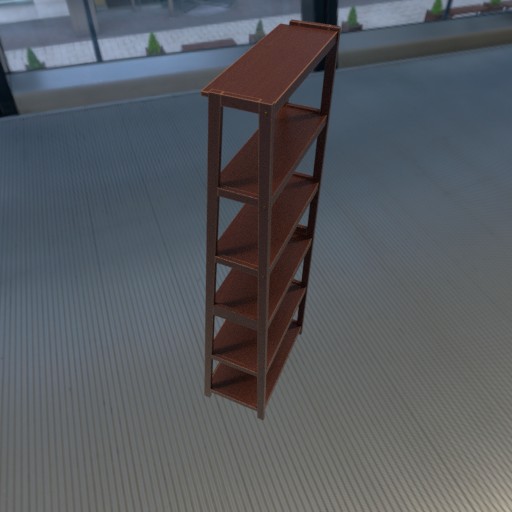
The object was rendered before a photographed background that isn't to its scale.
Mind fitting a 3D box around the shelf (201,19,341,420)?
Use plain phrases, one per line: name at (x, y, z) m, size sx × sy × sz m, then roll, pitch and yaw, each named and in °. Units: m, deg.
shelf at (0.000, 0.000, 2.107) m, size 0.381 × 1.892 × 0.660 m, roll 17°, pitch 48°, yaw 16°
